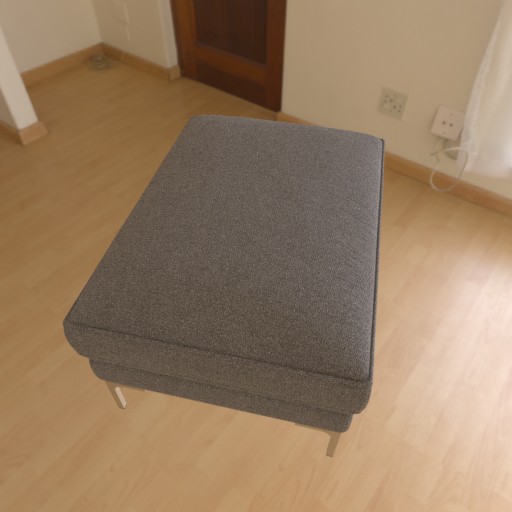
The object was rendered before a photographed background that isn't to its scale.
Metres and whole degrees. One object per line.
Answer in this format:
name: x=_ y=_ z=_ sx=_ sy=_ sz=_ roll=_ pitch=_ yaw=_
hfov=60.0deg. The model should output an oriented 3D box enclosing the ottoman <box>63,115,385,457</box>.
ottoman: x=0.000 y=0.000 z=1.150 sx=0.583 sy=0.464 sz=0.785 roll=9 pitch=48 yaw=9
